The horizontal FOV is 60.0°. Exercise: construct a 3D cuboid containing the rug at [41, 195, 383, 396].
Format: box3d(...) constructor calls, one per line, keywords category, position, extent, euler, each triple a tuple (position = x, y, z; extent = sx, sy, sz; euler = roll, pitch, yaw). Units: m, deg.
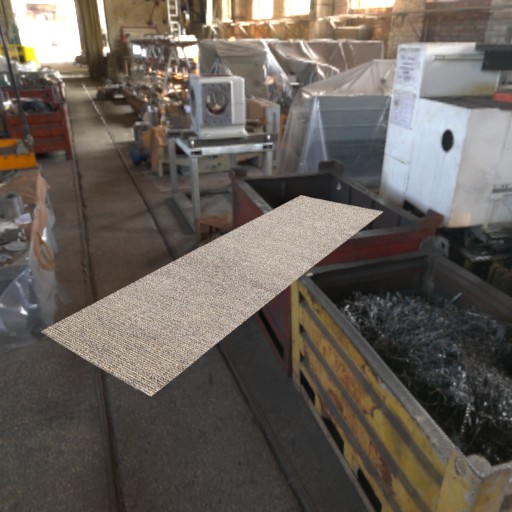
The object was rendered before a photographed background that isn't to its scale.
box3d(category="rug", position=(0.000, 0.000, 2.635), extent=(0.697, 0.013, 2.335), euler=(17, 31, 31))
